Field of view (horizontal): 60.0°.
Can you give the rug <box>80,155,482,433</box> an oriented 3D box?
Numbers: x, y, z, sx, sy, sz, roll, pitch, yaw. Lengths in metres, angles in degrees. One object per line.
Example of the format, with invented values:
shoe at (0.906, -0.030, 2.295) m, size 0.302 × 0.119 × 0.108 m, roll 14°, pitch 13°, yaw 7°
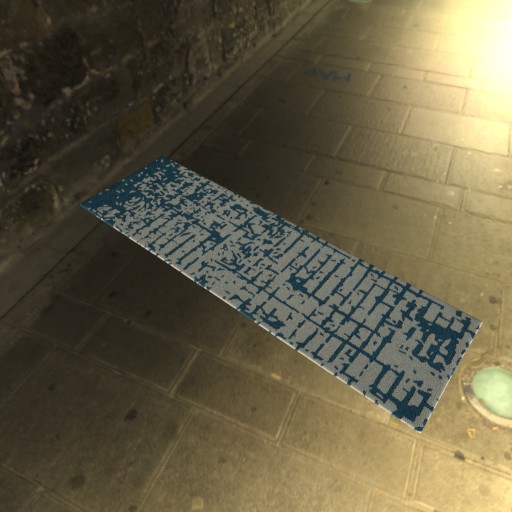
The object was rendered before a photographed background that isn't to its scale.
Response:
rug at (0.000, 0.000, 2.639) m, size 2.435 × 0.011 × 0.750 m, roll 30°, pitch 53°, yaw 26°
